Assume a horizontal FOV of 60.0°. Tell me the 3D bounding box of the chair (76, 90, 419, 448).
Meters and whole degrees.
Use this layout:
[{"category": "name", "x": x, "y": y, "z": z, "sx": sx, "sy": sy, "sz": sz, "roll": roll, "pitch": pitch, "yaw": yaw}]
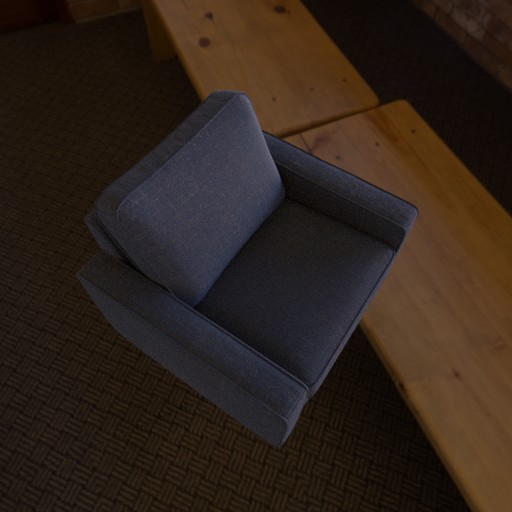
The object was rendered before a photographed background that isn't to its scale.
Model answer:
[{"category": "chair", "x": 0.000, "y": 0.000, "z": 1.772, "sx": 0.940, "sy": 0.919, "sz": 1.017, "roll": 31, "pitch": 64, "yaw": 17}]
